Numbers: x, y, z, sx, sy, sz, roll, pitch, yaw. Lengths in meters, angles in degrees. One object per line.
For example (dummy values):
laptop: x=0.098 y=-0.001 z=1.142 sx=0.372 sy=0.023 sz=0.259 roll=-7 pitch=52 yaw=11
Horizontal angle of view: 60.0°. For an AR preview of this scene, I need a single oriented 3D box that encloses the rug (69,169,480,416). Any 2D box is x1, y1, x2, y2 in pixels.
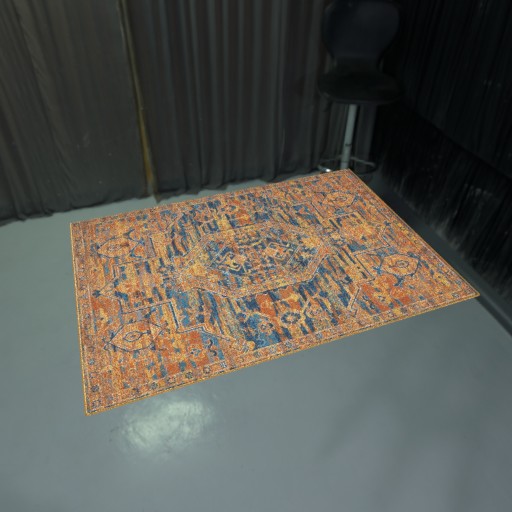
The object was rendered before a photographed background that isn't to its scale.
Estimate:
rug: x=0.000 y=0.000 z=3.741 sx=2.916 sy=0.019 sz=2.043 roll=-13 pitch=43 yaw=-15
